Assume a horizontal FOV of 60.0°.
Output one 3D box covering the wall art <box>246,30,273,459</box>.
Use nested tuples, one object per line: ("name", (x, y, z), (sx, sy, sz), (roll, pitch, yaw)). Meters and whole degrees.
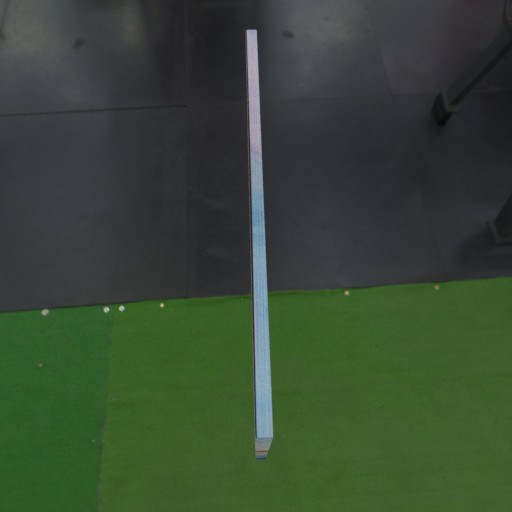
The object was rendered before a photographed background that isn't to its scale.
("wall art", (0.000, 0.000, 1.404), (0.034, 0.756, 1.137), (-1, 63, -1))
